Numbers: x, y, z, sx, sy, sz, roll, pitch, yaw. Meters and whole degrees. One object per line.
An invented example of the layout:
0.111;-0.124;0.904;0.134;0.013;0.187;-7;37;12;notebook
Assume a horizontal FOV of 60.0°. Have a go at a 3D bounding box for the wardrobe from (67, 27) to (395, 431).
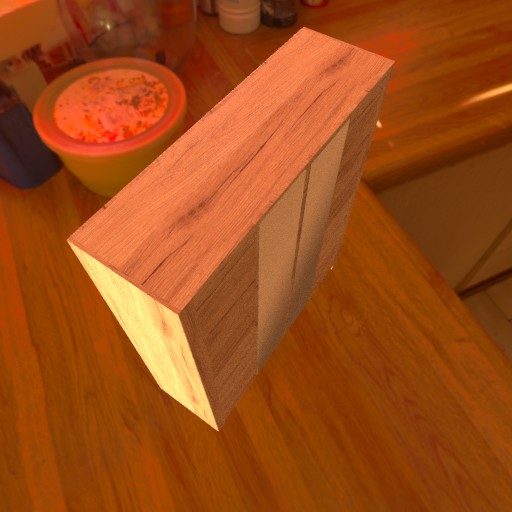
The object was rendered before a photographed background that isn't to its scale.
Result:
0.000;0.000;2.942;0.580;2.070;1.810;30;62;18;wardrobe
